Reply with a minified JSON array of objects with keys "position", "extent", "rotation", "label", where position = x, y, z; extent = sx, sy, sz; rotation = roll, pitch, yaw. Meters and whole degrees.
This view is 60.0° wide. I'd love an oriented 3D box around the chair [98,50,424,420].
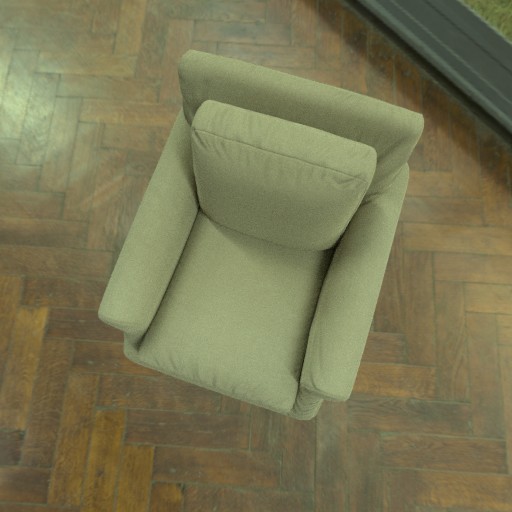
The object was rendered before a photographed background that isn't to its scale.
[{"position":[0.000,0.000,1.700],"extent":[0.940,0.866,1.066],"rotation":[18,76,5],"label":"chair"}]
